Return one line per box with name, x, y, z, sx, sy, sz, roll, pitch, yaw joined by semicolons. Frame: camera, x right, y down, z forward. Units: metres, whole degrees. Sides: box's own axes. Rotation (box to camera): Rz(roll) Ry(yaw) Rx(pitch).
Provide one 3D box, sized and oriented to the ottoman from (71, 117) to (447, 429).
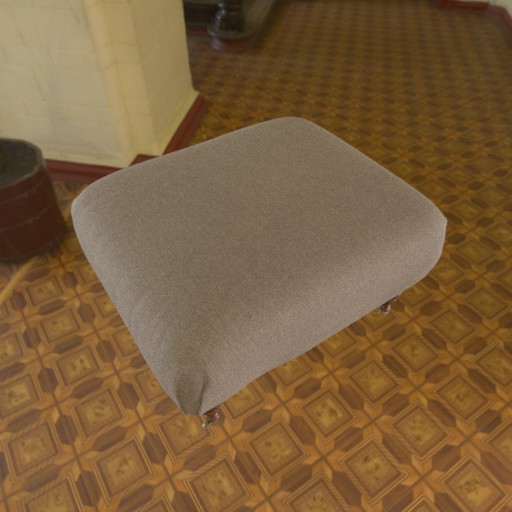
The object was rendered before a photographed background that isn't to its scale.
ottoman;0.000;0.000;1.150;0.747;0.450;0.622;-26;51;-23
